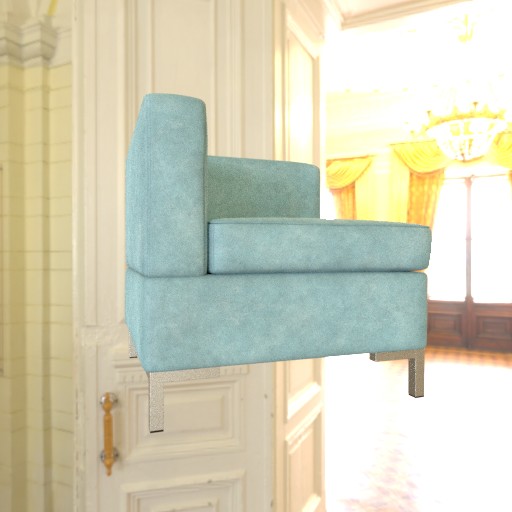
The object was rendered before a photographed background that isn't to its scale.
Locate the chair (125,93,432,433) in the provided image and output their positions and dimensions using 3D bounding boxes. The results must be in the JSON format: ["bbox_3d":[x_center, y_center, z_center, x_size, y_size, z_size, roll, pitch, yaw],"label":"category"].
[{"bbox_3d":[0.000,0.000,1.243,0.684,0.660,0.691,0,1,-19],"label":"chair"}]
